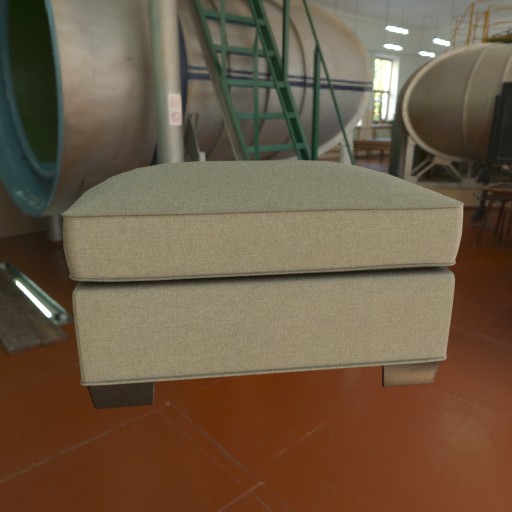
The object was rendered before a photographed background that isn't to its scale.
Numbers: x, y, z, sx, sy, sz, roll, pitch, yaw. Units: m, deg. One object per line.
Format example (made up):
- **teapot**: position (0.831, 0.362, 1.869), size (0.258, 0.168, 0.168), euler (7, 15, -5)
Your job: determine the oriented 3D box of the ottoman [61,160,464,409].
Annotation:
- **ottoman**: position (0.000, 0.000, 1.230), size (0.843, 0.504, 0.619), euler (-2, 17, -7)
